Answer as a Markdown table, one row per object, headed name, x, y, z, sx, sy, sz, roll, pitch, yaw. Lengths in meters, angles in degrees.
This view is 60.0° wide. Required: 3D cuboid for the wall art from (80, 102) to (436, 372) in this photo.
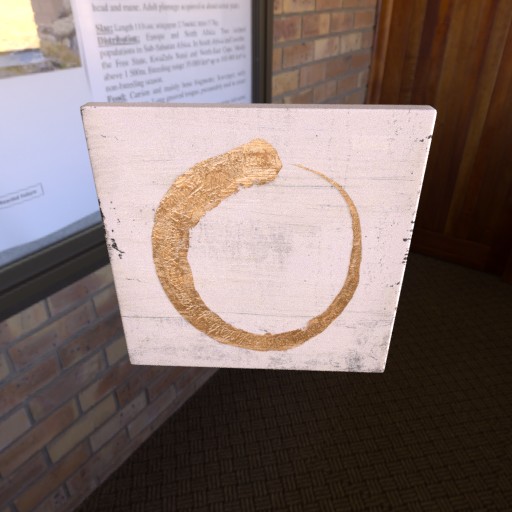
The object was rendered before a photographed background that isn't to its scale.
| name | x | y | z | sx | sy | sz | roll | pitch | yaw |
| --- | --- | --- | --- | --- | --- | --- | --- | --- | --- |
| wall art | 0.000 | 0.000 | 0.927 | 0.610 | 0.611 | 0.040 | 1 | 31 | 2 |
